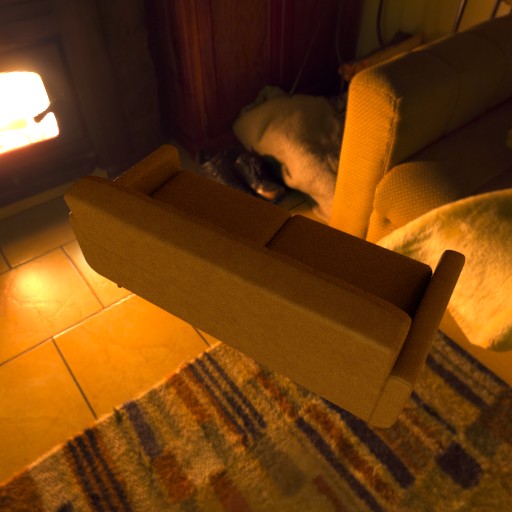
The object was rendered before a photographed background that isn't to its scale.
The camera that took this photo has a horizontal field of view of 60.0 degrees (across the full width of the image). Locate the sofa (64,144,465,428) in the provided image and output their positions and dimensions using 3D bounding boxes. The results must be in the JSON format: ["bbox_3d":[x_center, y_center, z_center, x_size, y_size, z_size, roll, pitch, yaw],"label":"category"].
[{"bbox_3d":[0.000,0.000,2.647,2.137,0.892,0.980,24,51,21],"label":"sofa"}]
